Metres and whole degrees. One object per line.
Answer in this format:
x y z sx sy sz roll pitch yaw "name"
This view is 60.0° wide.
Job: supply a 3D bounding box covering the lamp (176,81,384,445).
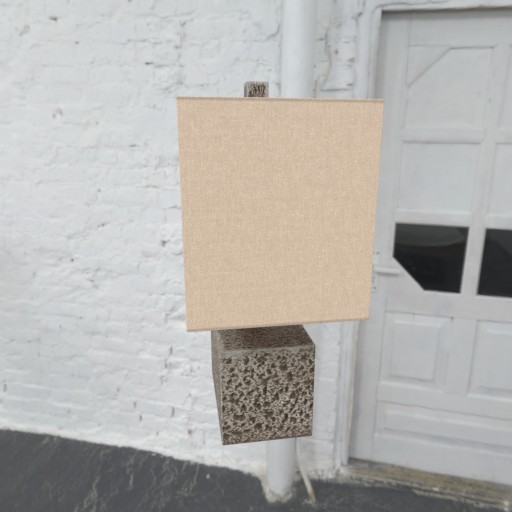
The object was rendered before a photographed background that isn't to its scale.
0.000 0.000 0.561 0.180 0.411 0.294 -2 15 -9 "lamp"
